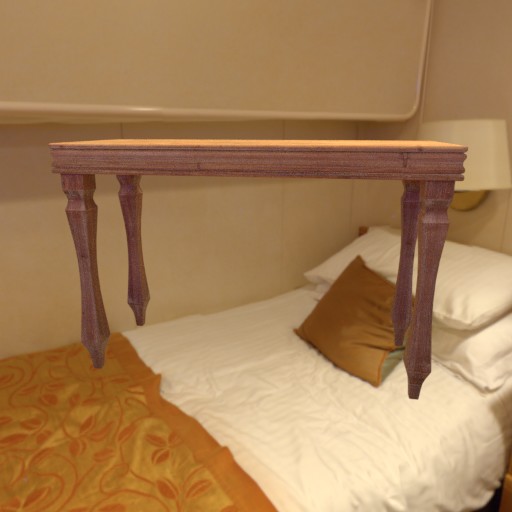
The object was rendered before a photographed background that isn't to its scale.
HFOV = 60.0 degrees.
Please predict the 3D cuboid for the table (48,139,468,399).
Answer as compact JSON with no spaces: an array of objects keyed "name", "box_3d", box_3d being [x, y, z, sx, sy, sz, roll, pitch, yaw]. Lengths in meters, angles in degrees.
[{"name":"table","box_3d":[0.000,0.000,1.751,1.330,0.873,0.522,3,16,9]}]
